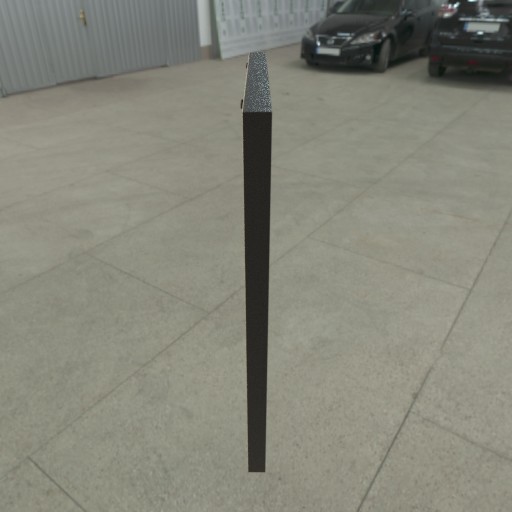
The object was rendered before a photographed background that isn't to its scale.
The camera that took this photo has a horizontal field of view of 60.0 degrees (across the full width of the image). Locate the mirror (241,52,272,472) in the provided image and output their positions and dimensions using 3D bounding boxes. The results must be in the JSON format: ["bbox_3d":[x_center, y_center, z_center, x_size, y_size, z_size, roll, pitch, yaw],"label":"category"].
[{"bbox_3d":[0.000,0.000,0.920,0.040,0.710,0.507,0,32,0],"label":"mirror"}]
